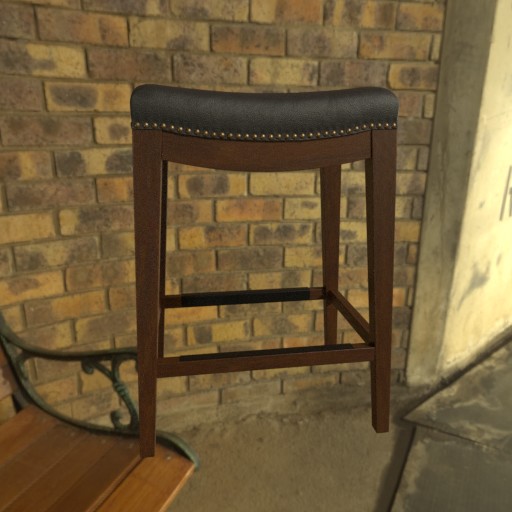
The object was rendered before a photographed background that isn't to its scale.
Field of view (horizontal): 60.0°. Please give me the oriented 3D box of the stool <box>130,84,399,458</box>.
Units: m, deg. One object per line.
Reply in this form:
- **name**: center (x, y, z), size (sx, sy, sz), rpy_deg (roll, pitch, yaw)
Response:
- **stool**: center (0.000, 0.000, 0.935), size (0.490, 0.664, 0.353), rpy_deg (-2, 16, -8)
